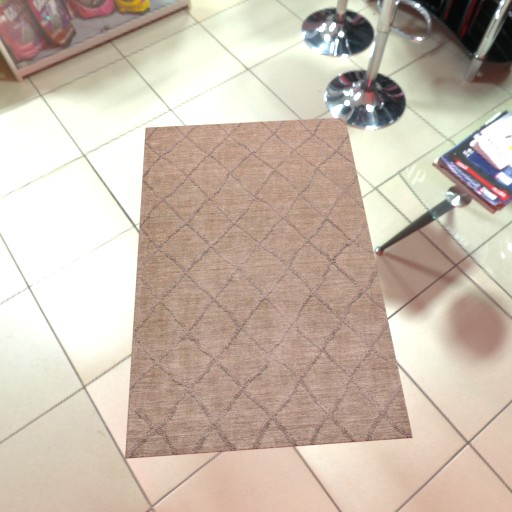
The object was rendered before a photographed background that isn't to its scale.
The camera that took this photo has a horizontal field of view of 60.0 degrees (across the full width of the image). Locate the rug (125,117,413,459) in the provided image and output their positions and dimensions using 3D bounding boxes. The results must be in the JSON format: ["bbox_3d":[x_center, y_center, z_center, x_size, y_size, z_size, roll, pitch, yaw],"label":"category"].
[{"bbox_3d":[0.000,0.000,2.854,1.521,0.015,2.280,-3,63,-2],"label":"rug"}]
